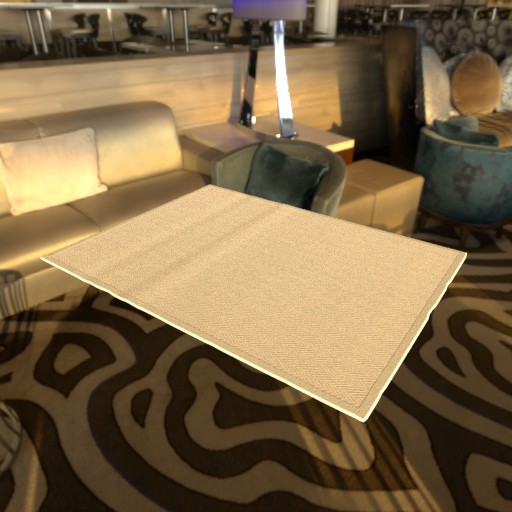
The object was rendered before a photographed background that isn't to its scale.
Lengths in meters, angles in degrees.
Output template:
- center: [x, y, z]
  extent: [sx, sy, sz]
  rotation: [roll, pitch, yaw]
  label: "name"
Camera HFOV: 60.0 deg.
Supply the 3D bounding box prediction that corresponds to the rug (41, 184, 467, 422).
- center: [0.000, 0.000, 4.727]
  extent: [3.659, 0.037, 2.734]
  rotation: [19, 35, 30]
  label: "rug"
